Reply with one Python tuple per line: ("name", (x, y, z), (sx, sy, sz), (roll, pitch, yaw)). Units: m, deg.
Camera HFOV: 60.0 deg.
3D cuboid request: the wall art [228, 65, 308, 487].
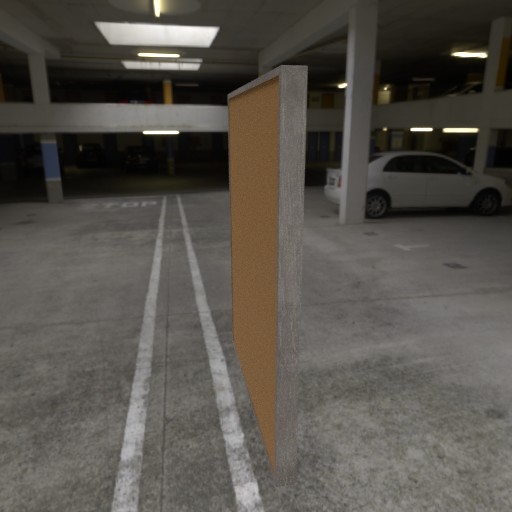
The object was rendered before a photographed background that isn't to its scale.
("wall art", (0.000, 0.000, 0.720), (0.032, 0.521, 0.421), (-3, 16, -11))
